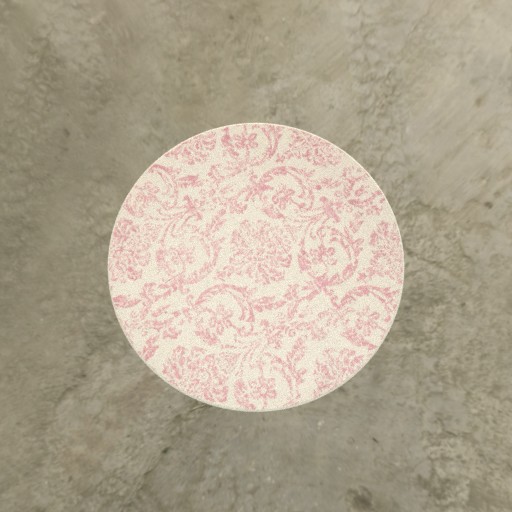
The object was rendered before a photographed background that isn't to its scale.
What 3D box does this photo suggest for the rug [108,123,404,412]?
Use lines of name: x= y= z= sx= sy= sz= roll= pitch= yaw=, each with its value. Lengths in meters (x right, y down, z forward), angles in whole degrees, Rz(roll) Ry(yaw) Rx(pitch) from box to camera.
rug: x=0.000 y=0.000 z=2.387 sx=1.593 sy=0.012 sz=1.593 roll=0 pitch=76 yaw=0
